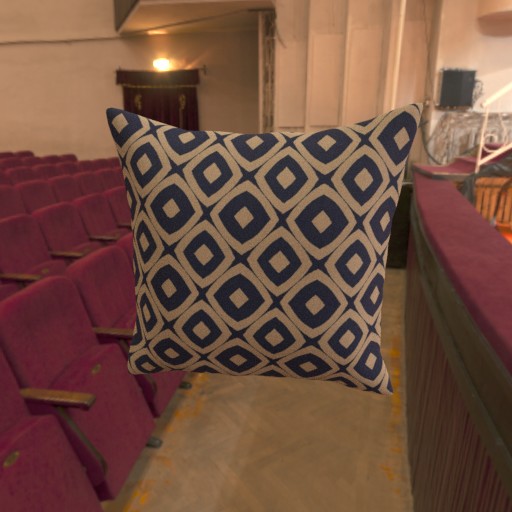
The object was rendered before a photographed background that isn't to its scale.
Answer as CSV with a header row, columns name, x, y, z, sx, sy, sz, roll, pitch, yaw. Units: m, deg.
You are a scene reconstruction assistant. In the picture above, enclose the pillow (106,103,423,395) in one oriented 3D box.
name,x,y,z,sx,sy,sz,roll,pitch,yaw
pillow,0.000,0.000,0.763,0.504,0.494,0.188,2,16,8
